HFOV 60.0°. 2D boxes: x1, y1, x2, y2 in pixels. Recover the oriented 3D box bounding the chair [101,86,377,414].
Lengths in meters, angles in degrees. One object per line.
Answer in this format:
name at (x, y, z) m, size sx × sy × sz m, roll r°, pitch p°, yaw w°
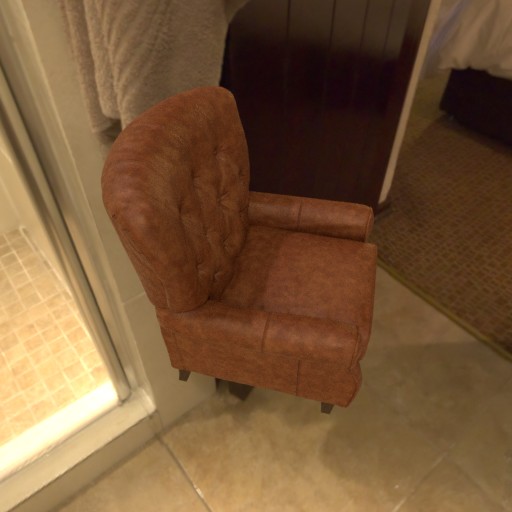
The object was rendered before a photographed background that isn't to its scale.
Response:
chair at (0.000, 0.000, 1.935) m, size 1.059 × 1.164 × 0.951 m, roll 10°, pitch 46°, yaw 10°
